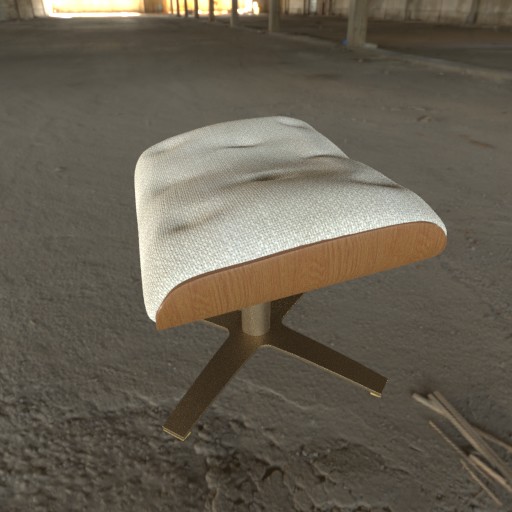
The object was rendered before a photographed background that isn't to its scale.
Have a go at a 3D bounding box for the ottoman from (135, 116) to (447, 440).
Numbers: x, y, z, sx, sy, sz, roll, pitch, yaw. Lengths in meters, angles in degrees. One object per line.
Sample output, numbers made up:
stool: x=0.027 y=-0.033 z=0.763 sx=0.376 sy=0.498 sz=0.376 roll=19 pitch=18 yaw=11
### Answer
ottoman: x=0.000 y=0.000 z=0.789 sx=0.394 sy=0.391 sz=0.520 roll=-8 pitch=31 yaw=-13
